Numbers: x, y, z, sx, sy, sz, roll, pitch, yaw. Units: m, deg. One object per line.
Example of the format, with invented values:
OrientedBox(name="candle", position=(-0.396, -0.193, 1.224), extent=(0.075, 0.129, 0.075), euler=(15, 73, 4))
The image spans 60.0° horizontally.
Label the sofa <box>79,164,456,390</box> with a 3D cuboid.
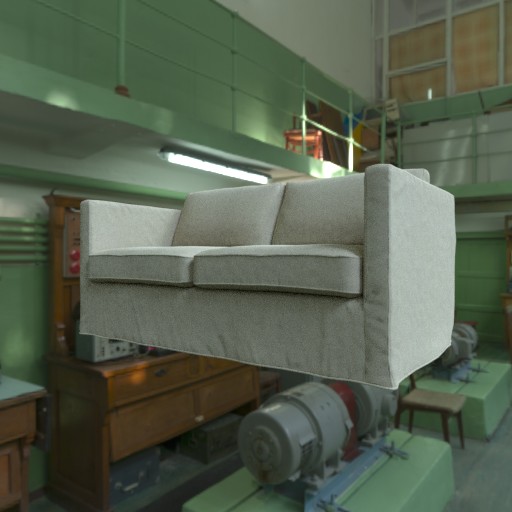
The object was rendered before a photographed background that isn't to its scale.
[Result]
OrientedBox(name="sofa", position=(0.000, 0.000, 2.243), extent=(1.719, 0.835, 0.962), euler=(0, 0, 36))
